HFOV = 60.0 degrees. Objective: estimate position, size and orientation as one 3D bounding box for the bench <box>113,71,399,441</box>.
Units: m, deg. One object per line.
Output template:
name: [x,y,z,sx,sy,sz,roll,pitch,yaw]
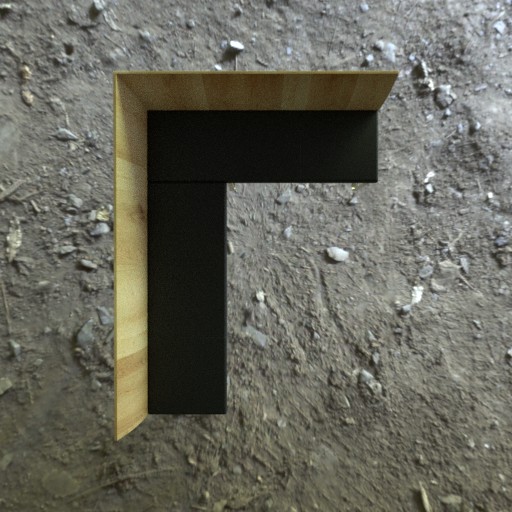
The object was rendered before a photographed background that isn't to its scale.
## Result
bench: [0.000,0.000,2.792,1.495,0.930,1.945,0,91,0]
